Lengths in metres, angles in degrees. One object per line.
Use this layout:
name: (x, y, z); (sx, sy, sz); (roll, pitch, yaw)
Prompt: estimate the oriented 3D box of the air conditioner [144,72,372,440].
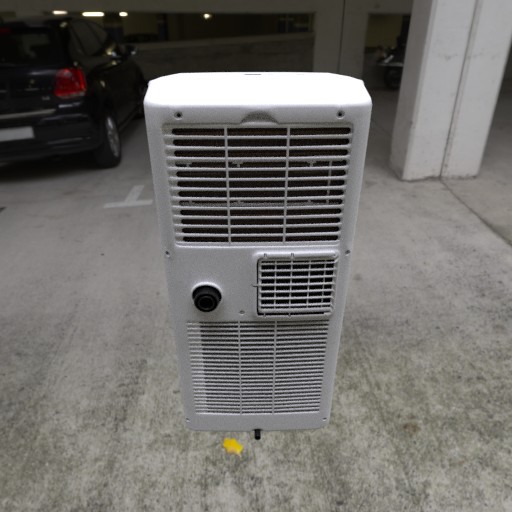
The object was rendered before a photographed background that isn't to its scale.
air conditioner: (0.000, 0.000, 0.801); (0.304, 0.606, 0.349); (-1, 29, -1)
